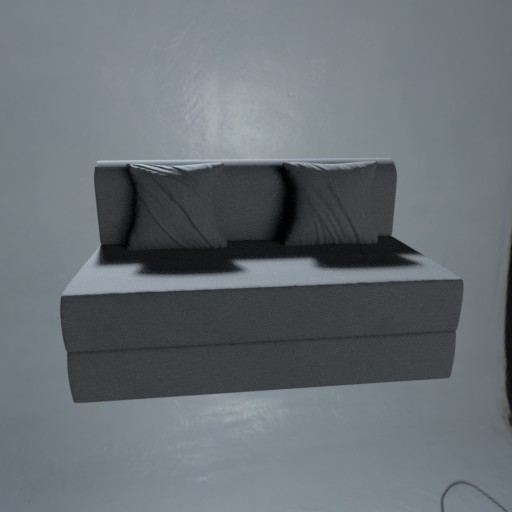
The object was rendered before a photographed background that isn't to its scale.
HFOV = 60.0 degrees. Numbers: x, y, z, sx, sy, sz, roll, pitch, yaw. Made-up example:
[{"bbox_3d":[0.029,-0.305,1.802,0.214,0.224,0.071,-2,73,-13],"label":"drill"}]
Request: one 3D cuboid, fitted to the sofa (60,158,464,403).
[{"bbox_3d":[0.000,0.000,1.667,1.225,0.670,0.762,-2,17,-6],"label":"sofa"}]
